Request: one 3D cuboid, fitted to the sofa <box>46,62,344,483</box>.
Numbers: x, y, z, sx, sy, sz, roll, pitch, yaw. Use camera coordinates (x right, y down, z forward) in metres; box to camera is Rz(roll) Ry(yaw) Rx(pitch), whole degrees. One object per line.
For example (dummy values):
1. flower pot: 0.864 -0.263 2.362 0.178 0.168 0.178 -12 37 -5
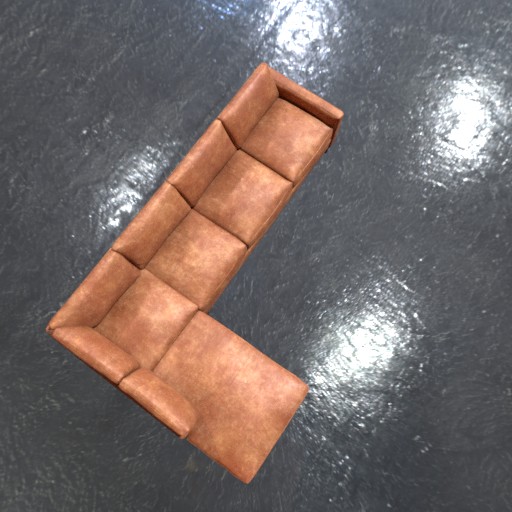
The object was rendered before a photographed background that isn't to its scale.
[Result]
1. sofa: 0.000 0.000 3.770 1.938 0.877 2.984 34 78 9
